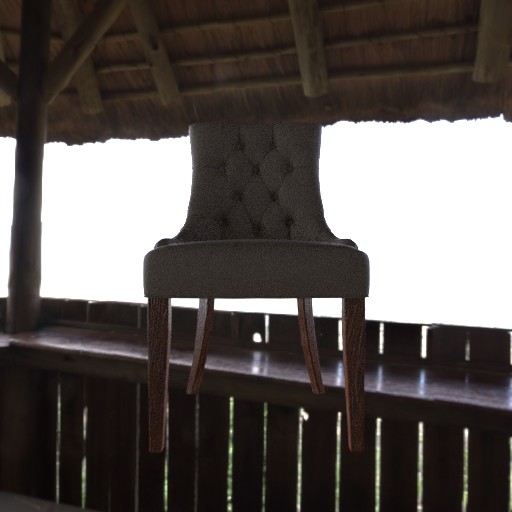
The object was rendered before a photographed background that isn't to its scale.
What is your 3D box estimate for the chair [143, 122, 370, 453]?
[{"bbox_3d":[0.000,0.000,1.226,0.509,0.874,0.565,0,0,0],"label":"chair"}]
